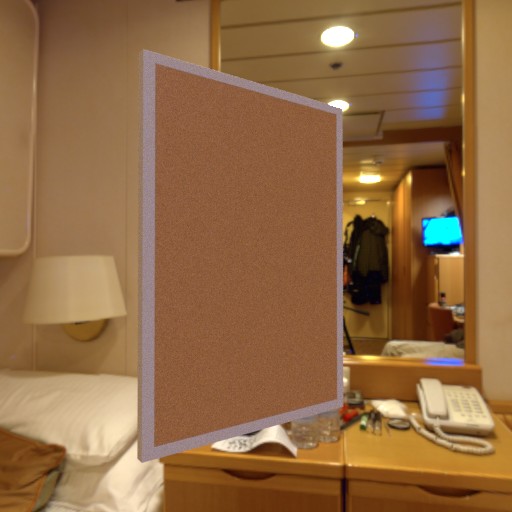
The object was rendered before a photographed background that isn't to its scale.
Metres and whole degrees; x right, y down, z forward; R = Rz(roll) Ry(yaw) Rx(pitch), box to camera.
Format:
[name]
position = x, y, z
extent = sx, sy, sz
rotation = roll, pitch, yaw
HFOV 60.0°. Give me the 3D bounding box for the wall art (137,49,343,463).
[wall art]
position = 0.000, 0.000, 0.558
extent = 0.303, 0.433, 0.013
rotation = 1, -1, -36
